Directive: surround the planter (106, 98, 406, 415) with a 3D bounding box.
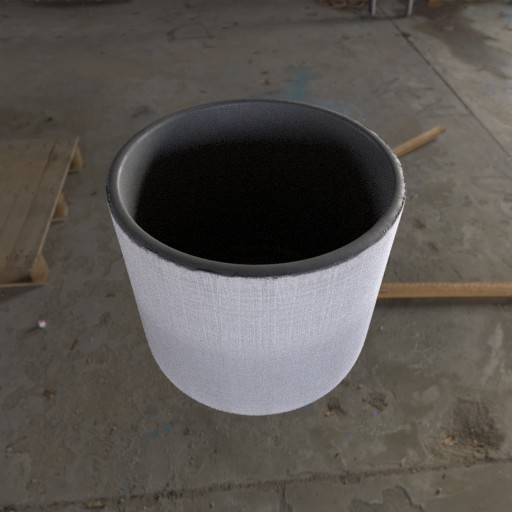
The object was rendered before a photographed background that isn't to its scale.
[{"bbox_3d":[0.000,0.000,0.454,0.254,0.221,0.254,0,46,0],"label":"planter"}]
